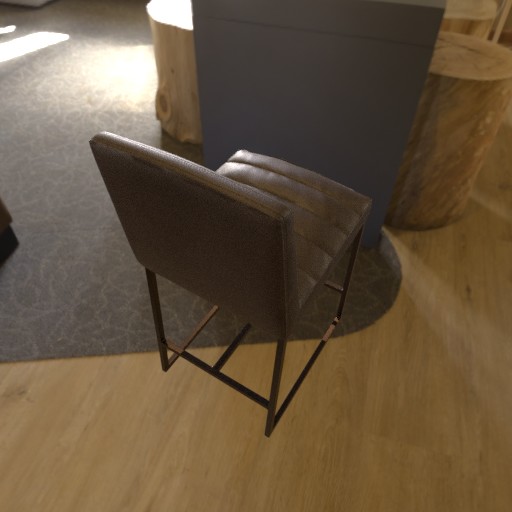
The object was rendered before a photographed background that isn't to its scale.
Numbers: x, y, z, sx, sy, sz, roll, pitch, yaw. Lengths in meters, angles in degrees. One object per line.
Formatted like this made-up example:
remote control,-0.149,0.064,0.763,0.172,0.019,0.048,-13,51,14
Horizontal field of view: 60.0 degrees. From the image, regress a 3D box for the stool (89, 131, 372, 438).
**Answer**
stool,0.000,0.000,1.276,0.463,0.946,0.562,25,52,21
